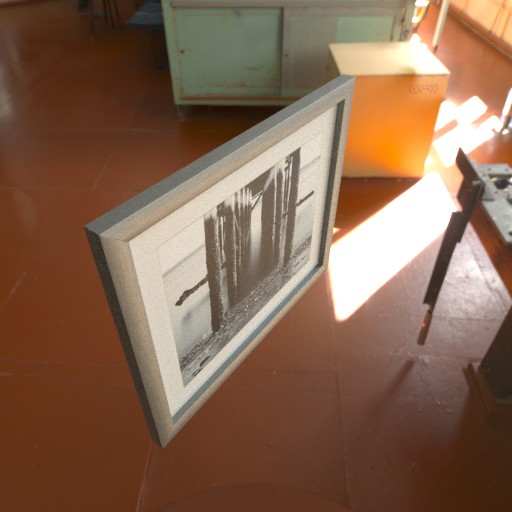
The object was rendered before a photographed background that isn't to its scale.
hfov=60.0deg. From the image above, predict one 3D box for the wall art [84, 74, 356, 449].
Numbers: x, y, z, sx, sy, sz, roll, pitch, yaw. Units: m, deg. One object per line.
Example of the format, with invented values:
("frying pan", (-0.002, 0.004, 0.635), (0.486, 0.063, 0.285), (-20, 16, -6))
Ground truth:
("wall art", (0.000, 0.000, 0.764), (0.028, 0.457, 0.556), (26, 47, 27))
